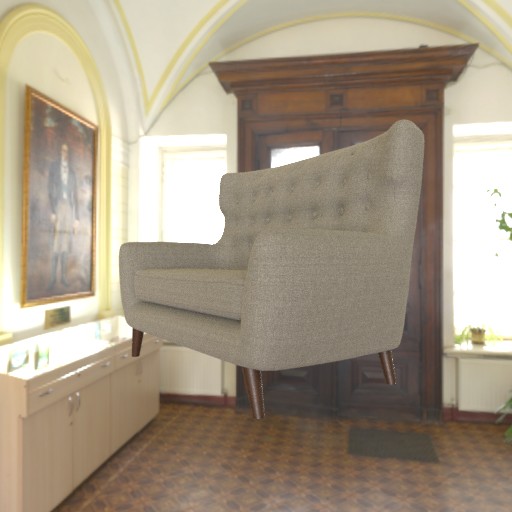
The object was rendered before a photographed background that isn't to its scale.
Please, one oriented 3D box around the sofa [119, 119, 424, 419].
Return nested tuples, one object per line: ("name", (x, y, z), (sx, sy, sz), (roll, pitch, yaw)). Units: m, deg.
("sofa", (0.000, 0.000, 2.061), (0.884, 1.028, 1.386), (0, -1, -35))
